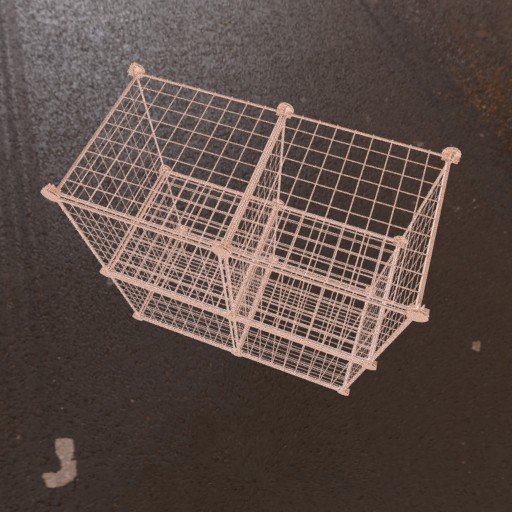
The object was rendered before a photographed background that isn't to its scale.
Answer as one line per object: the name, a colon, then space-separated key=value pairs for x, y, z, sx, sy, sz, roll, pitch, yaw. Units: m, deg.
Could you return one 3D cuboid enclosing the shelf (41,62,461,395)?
shelf: x=0.000 y=0.000 z=1.138 sx=0.711 sy=0.711 sz=0.356 roll=18 pitch=64 yaw=9
